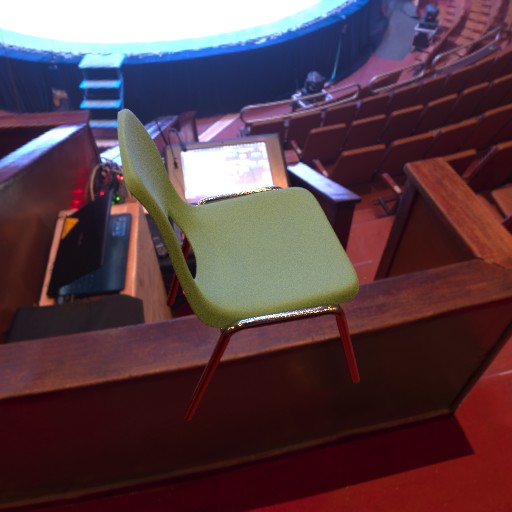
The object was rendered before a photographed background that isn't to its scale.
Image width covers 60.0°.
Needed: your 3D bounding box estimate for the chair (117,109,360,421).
[{"bbox_3d":[0.000,0.000,0.941,0.436,0.653,0.381,-11,49,-10],"label":"chair"}]
